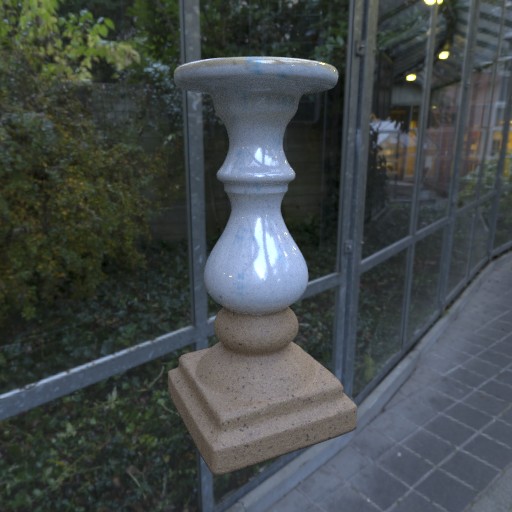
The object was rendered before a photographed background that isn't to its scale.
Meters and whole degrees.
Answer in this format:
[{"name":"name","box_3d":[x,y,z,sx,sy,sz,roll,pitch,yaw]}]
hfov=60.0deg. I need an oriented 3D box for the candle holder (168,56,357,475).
[{"name":"candle holder","box_3d":[0.000,0.000,0.307,0.110,0.239,0.110,-7,16,-25]}]
